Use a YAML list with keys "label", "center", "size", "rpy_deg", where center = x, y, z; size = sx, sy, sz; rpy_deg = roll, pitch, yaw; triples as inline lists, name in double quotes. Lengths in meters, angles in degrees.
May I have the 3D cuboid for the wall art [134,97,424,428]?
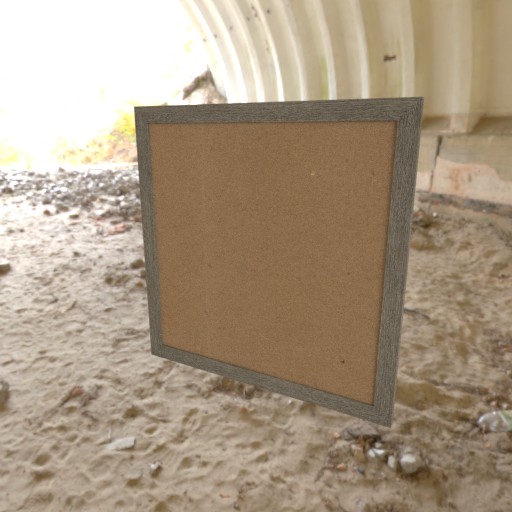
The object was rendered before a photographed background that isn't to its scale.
- label: "wall art"
  center: [0.000, 0.000, 1.045]
  size: [0.685, 0.685, 0.020]
  rpy_deg: [9, 18, 28]
